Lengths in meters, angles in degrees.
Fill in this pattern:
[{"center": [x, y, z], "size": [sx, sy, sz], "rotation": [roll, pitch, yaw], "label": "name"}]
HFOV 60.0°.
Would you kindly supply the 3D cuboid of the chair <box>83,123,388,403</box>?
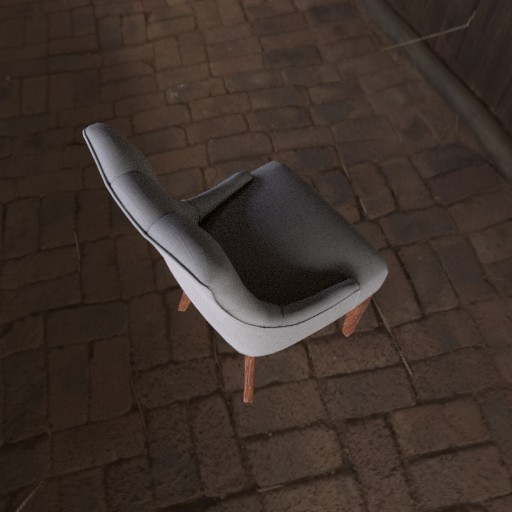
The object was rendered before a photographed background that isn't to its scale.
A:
[{"center": [0.000, 0.000, 1.198], "size": [0.565, 0.874, 0.509], "rotation": [-32, 64, -18], "label": "chair"}]
